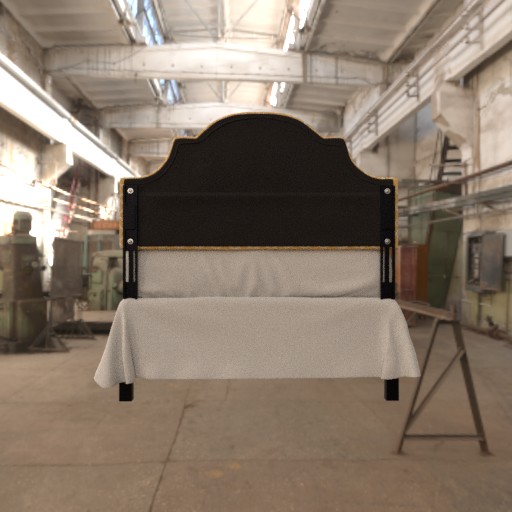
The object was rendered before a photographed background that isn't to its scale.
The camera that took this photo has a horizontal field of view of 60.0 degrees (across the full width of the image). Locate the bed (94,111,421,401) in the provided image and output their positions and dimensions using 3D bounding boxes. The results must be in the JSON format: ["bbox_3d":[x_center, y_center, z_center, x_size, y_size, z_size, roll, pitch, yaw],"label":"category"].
[{"bbox_3d":[0.000,0.000,3.465,1.780,1.633,2.222,0,0,0],"label":"bed"}]
